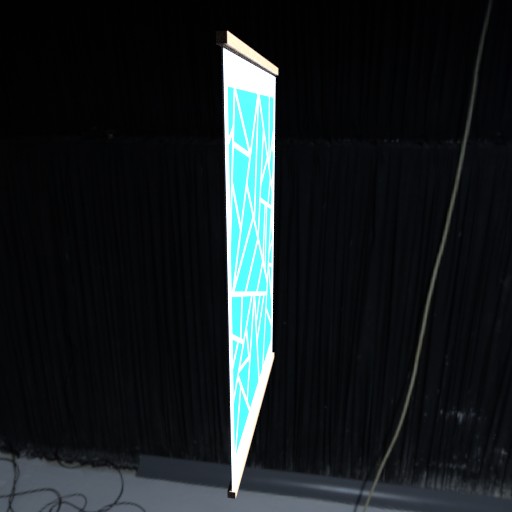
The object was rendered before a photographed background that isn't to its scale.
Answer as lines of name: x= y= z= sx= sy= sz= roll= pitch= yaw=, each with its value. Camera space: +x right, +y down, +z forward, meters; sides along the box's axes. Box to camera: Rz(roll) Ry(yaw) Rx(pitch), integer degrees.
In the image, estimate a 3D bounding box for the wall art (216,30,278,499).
wall art: x=0.000 y=0.000 z=1.828 sx=0.030 sy=1.519 sz=0.990 roll=3 pitch=18 yaw=10
